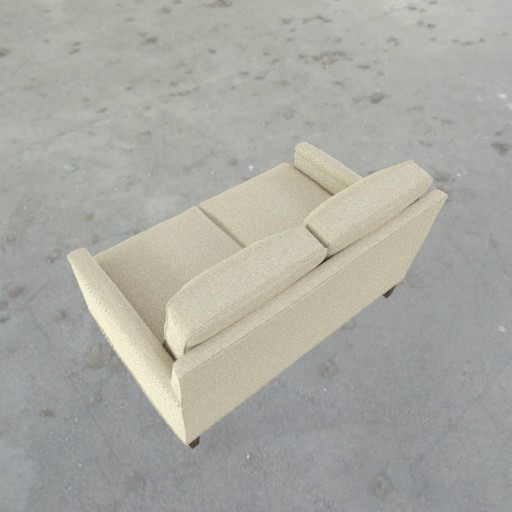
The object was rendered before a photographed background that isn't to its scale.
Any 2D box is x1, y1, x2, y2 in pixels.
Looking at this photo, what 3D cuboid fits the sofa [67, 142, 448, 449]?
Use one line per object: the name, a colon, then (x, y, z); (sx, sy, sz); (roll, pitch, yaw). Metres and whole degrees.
sofa: (0.000, 0.000, 2.307); (1.597, 1.003, 1.084); (-31, 54, -26)
